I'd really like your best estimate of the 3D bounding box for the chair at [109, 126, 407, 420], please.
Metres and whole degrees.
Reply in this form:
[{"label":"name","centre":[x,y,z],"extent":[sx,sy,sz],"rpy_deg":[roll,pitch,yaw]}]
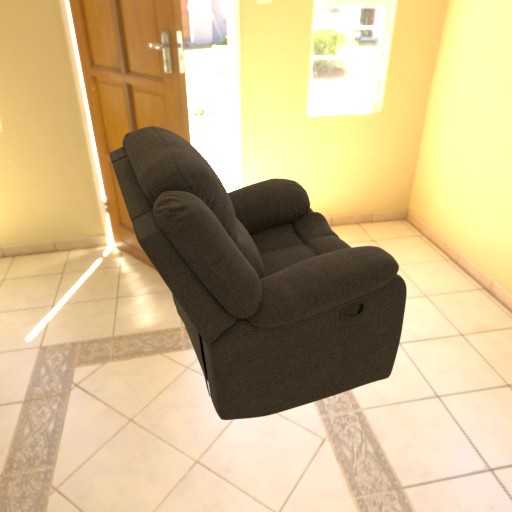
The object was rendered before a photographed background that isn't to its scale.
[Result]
[{"label":"chair","centre":[0.000,0.000,1.764],"extent":[0.944,1.008,0.899],"rpy_deg":[-11,32,-18]}]
